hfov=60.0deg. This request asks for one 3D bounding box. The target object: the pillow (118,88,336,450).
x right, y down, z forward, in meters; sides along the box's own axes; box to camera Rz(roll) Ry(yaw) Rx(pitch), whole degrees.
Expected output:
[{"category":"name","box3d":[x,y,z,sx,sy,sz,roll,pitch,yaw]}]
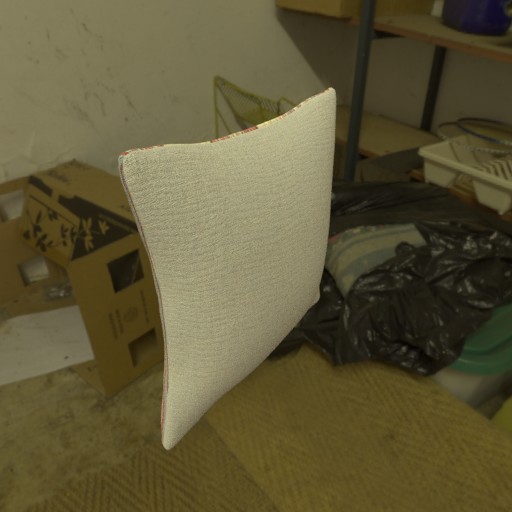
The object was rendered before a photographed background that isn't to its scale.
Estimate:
[{"category":"pillow","box3d":[0.000,0.000,0.657,0.136,0.419,0.437,20,36,30]}]
